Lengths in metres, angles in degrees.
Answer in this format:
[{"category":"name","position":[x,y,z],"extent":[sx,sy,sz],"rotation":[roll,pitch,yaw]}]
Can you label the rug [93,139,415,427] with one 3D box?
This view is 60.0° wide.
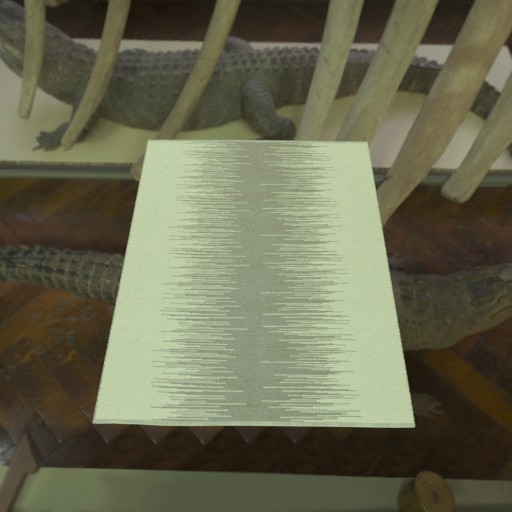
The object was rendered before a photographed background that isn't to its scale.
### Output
[{"category":"rug","position":[0.000,0.000,4.155],"extent":[2.453,0.010,3.037],"rotation":[1,58,0]}]
